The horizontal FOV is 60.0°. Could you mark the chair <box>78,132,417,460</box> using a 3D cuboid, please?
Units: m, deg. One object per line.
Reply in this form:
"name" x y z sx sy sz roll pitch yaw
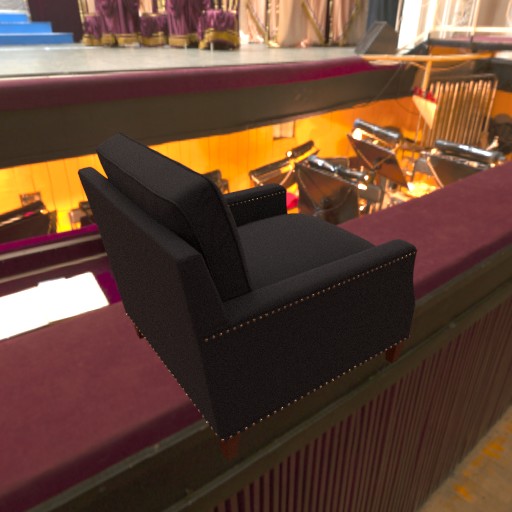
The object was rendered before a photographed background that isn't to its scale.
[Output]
"chair" 0.000 0.000 1.726 1.014 0.943 0.853 -18 33 -30
